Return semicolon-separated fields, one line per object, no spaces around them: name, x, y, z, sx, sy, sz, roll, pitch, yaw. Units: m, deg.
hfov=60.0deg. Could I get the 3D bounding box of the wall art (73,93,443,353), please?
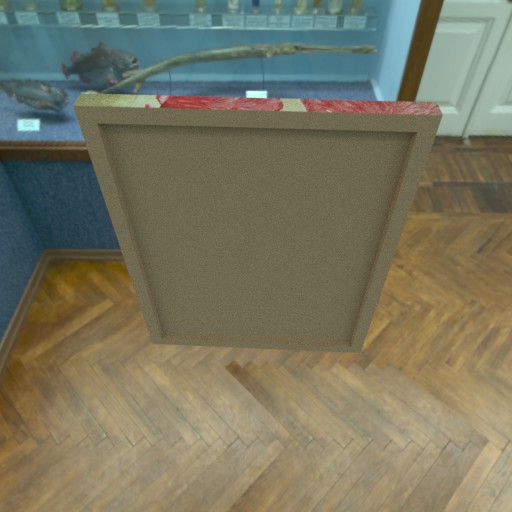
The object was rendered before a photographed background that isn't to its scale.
wall art;0.000;0.000;0.684;0.406;0.508;0.028;2;48;2
